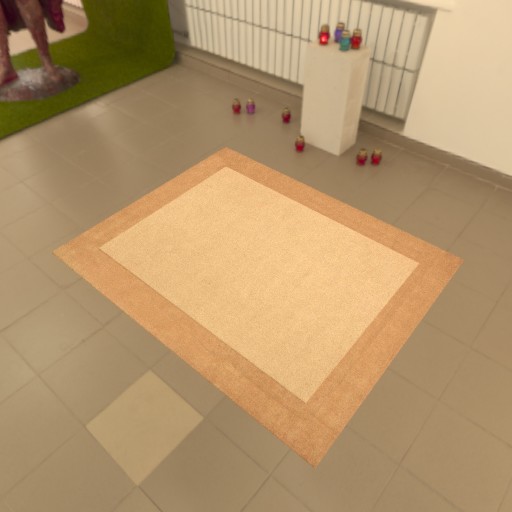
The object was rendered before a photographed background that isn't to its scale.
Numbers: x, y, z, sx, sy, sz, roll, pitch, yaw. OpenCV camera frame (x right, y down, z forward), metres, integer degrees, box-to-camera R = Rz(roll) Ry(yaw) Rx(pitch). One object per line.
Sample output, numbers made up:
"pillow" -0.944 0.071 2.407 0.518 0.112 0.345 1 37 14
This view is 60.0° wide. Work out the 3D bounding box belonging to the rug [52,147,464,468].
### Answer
"rug" 0.000 0.000 4.193 3.048 0.014 2.438 31 53 27
